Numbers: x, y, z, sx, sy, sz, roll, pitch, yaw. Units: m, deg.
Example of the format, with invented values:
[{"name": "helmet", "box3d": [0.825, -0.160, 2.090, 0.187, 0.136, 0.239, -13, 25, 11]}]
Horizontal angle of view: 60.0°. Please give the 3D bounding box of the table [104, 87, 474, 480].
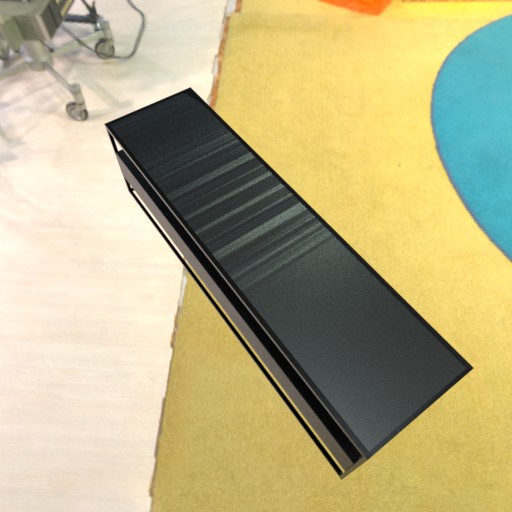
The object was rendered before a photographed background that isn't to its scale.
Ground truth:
[{"name": "table", "box3d": [0.000, 0.000, 1.634, 0.399, 0.395, 1.486, -31, 62, -19]}]
